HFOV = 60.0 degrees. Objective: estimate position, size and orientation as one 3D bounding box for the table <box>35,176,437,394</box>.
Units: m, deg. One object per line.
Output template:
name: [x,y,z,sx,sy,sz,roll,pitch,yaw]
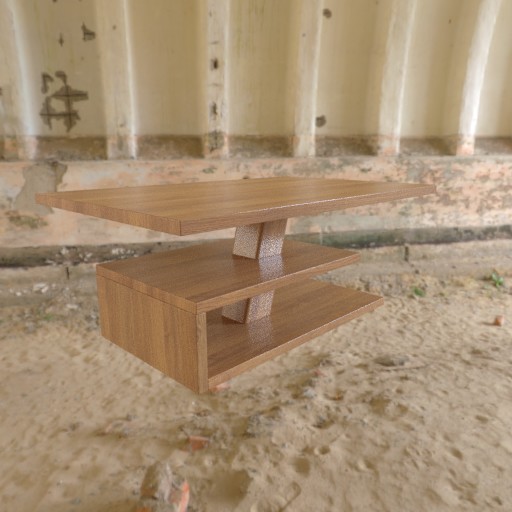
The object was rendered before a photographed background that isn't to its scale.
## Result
table: [0.000,0.000,1.465,0.700,0.442,1.100,13,19,43]
